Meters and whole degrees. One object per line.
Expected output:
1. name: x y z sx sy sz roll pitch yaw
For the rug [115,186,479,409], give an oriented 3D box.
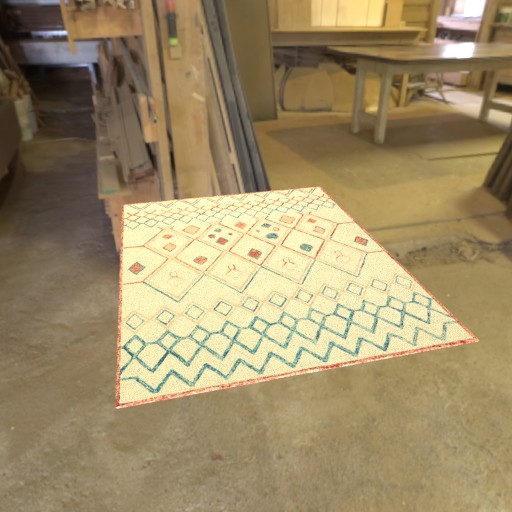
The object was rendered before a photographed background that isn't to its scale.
1. rug: 0.000 0.000 4.105 2.441 0.016 3.050 -7 31 -12
